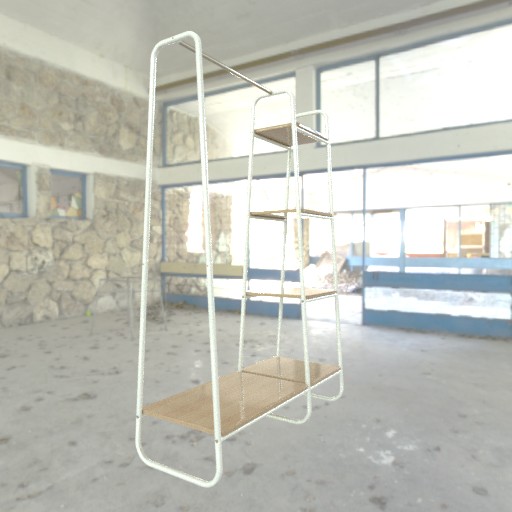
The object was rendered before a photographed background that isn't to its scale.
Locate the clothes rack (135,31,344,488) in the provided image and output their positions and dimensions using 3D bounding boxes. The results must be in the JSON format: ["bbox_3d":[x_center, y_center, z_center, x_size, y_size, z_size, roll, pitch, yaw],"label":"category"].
[{"bbox_3d":[0.000,0.000,1.923,0.400,1.500,1.011,1,1,34],"label":"clothes rack"}]
